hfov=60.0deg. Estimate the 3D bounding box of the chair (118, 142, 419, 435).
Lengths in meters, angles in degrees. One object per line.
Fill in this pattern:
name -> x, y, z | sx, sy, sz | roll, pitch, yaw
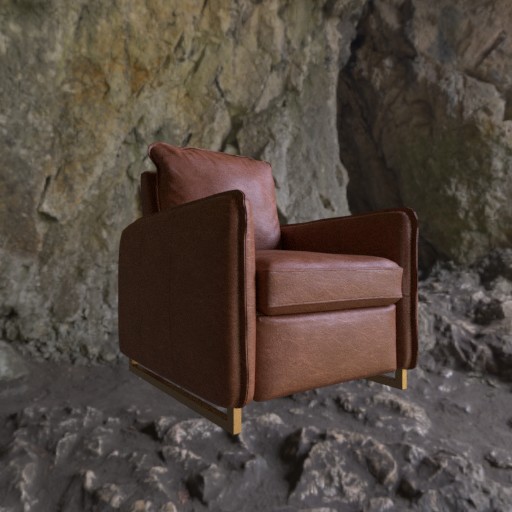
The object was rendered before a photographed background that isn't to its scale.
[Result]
chair -> 0.000, 0.000, 1.671 | 0.830, 0.922, 0.922 | 0, 0, -35
